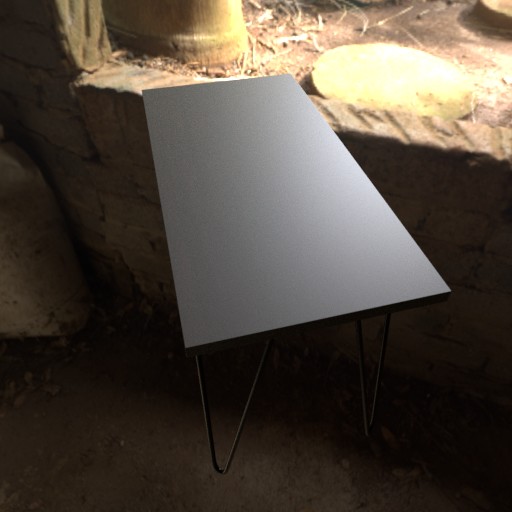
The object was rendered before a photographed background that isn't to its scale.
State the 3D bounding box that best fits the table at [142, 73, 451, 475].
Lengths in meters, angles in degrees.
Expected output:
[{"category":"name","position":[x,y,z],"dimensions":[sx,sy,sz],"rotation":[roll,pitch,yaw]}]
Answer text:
[{"category":"table","position":[0.000,0.000,1.354],"dimensions":[0.499,0.660,0.991],"rotation":[-10,46,-10]}]
